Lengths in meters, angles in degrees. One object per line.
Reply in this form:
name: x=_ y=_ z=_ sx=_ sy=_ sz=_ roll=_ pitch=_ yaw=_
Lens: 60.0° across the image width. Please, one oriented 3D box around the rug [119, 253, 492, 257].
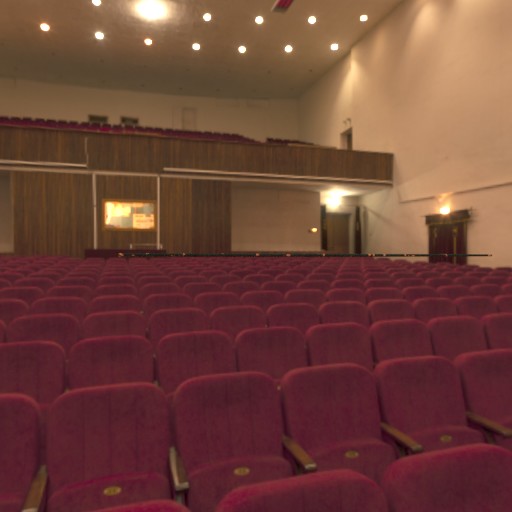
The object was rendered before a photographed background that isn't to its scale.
rug: x=0.000 y=0.000 z=4.080 sx=2.416 sy=0.014 sz=3.017 roll=0 pitch=0 yaw=-17
